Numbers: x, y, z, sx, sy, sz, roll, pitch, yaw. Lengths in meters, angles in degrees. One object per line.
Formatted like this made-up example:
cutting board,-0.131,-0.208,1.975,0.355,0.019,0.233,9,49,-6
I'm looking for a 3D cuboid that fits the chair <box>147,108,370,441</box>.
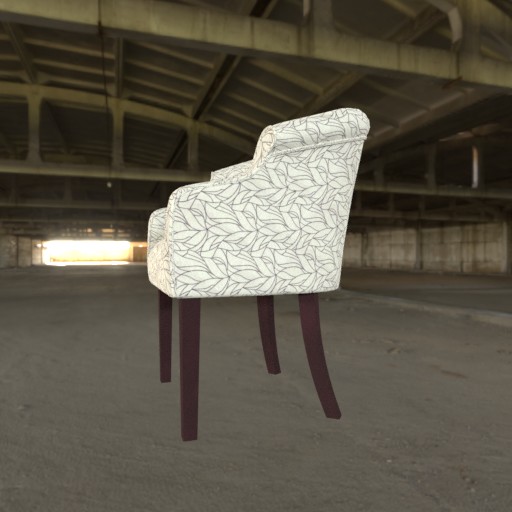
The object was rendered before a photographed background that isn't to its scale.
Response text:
chair,0.000,0.000,1.353,0.613,0.858,0.686,0,0,-18
